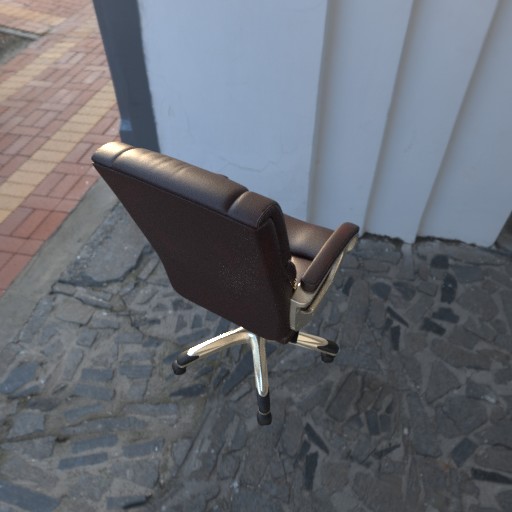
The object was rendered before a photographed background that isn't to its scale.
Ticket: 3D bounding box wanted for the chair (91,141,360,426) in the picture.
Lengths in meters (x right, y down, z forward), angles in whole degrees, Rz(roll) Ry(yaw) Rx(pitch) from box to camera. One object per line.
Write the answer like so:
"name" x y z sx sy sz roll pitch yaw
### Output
"chair" 0.000 0.000 1.523 0.662 1.107 0.739 24 51 21
